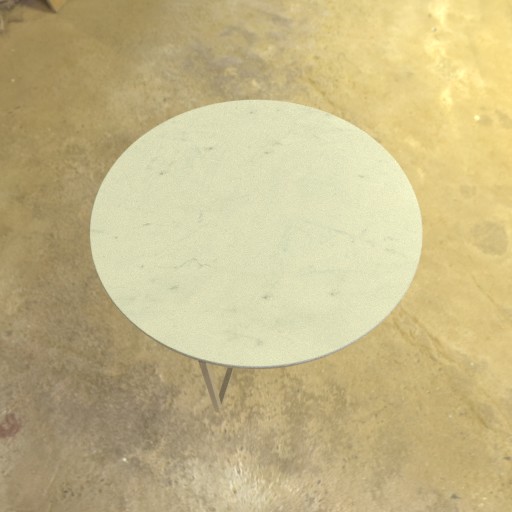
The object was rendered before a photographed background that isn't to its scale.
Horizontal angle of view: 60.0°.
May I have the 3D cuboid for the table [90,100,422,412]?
[{"bbox_3d":[0.000,0.000,1.275,0.800,0.450,0.800,0,58,0],"label":"table"}]
